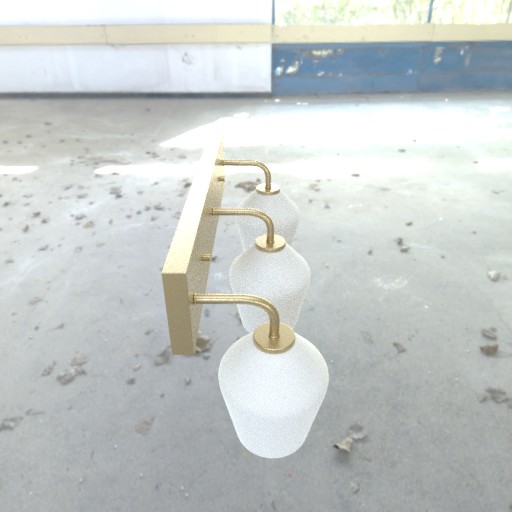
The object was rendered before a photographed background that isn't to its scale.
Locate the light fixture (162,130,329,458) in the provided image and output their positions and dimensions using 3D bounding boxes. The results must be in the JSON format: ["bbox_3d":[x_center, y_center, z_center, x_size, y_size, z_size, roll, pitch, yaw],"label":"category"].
[{"bbox_3d":[0.000,0.000,0.754,0.190,0.280,0.609,0,31,0],"label":"light fixture"}]
